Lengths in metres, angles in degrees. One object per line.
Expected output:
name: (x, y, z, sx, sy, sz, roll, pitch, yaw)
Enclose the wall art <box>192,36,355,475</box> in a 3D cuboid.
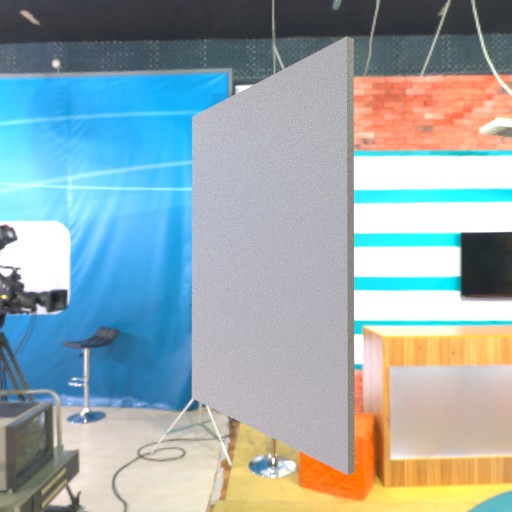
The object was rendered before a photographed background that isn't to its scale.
wall art: (0.000, 0.000, 0.693, 0.013, 0.533, 0.381, 1, -1, -38)
